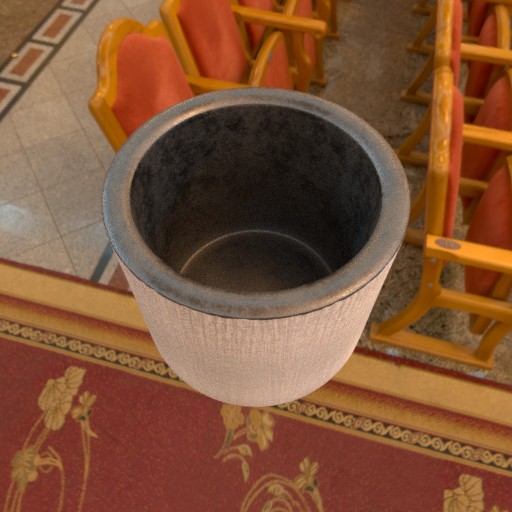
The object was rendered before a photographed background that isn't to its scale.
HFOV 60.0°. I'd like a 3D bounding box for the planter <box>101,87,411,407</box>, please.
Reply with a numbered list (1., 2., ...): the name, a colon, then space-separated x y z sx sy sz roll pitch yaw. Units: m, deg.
1. planter: 0.000 0.000 0.225 0.125 0.112 0.125 0 56 0
